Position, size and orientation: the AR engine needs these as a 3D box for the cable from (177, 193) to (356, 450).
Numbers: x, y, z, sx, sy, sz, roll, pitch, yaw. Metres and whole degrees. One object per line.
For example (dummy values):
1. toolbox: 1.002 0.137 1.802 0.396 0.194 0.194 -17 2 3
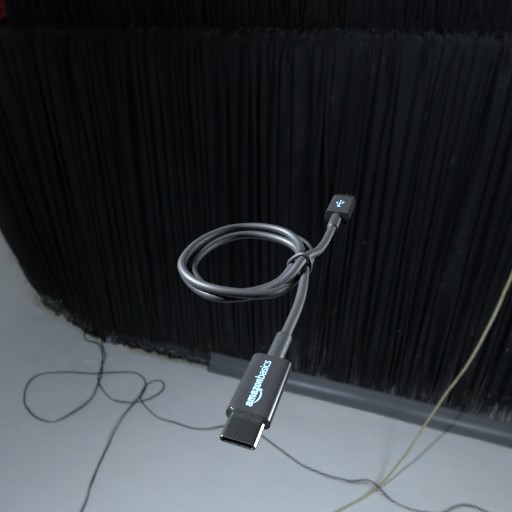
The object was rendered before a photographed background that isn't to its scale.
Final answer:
1. cable: 0.000 0.000 0.209 0.070 0.014 0.192 10 31 16
